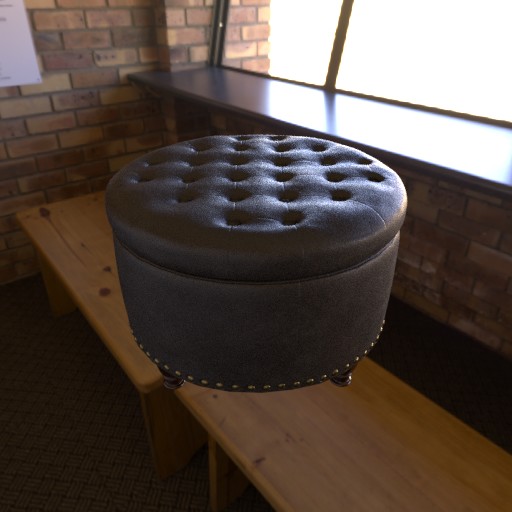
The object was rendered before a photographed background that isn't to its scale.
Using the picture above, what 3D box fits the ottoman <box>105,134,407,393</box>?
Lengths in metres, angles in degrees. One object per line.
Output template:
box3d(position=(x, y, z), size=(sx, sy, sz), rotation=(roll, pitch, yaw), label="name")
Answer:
box3d(position=(0.000, 0.000, 1.064), size=(0.637, 0.442, 0.637), rotation=(0, 31, 0), label="ottoman")
